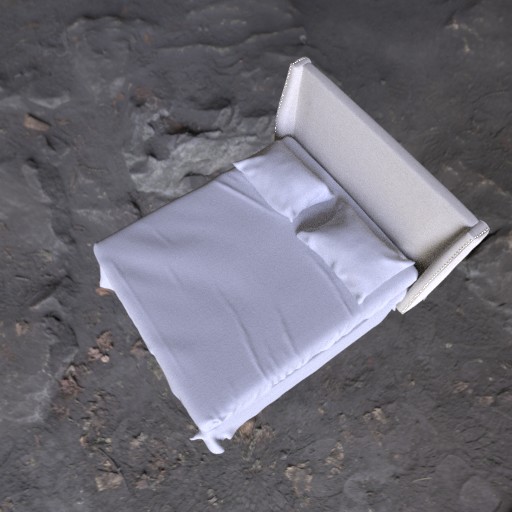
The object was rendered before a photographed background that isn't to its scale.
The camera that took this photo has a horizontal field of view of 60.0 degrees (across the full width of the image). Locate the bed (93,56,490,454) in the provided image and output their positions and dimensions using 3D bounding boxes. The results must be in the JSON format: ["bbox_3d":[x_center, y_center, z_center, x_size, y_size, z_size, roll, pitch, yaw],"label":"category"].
[{"bbox_3d":[0.000,0.000,3.393,2.276,1.332,1.925,-32,68,-15],"label":"bed"}]
